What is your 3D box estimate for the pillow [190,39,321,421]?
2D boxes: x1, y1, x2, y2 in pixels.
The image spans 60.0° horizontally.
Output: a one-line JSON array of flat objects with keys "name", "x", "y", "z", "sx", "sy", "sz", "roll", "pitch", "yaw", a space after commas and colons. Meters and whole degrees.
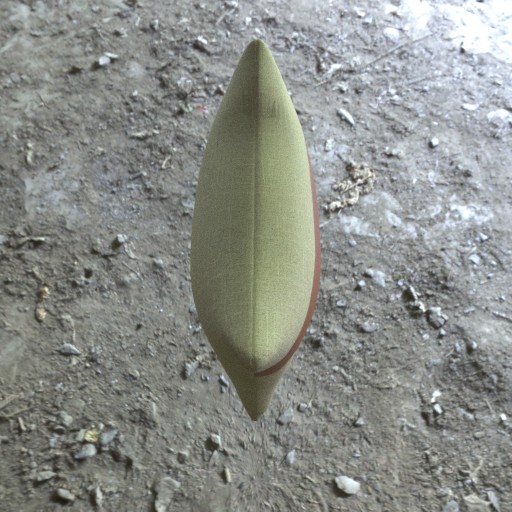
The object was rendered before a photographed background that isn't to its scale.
[{"name": "pillow", "x": 0.000, "y": 0.000, "z": 0.638, "sx": 0.173, "sy": 0.399, "sz": 0.414, "roll": 1, "pitch": 63, "yaw": 0}]
